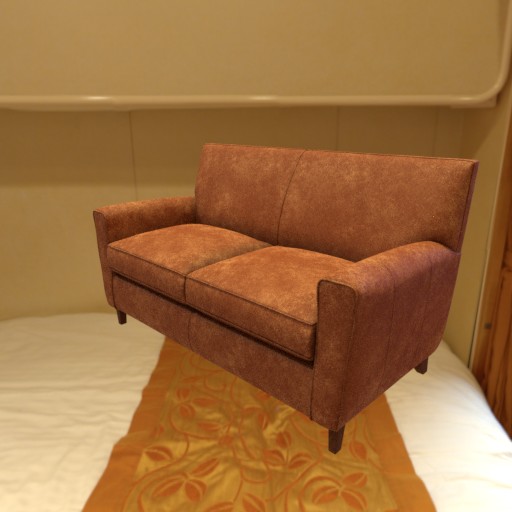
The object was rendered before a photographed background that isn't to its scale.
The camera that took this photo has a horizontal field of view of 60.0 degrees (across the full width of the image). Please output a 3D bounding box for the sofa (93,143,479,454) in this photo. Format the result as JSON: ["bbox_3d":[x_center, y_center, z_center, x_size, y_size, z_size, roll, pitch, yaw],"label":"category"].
[{"bbox_3d":[0.000,0.000,1.930,1.473,0.871,0.787,16,24,42],"label":"sofa"}]
